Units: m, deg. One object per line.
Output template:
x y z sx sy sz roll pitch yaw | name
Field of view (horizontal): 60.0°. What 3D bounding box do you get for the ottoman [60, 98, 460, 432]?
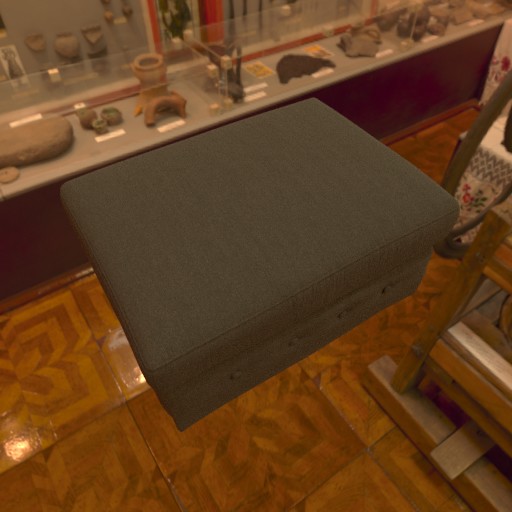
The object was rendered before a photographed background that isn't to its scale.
0.000 0.000 1.158 0.771 0.500 0.569 -25 53 -21 | ottoman
